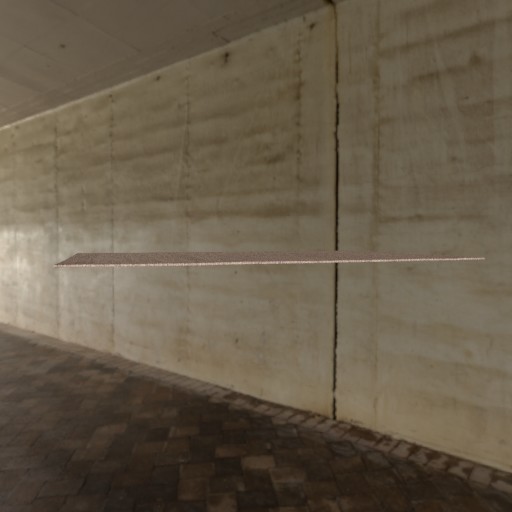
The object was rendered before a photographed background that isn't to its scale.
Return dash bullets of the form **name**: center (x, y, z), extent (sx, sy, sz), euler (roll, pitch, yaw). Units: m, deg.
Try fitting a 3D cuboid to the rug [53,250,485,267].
- **rug**: center (0.000, 0.000, 2.355), extent (1.840, 0.013, 1.225), euler (-1, 2, -19)
